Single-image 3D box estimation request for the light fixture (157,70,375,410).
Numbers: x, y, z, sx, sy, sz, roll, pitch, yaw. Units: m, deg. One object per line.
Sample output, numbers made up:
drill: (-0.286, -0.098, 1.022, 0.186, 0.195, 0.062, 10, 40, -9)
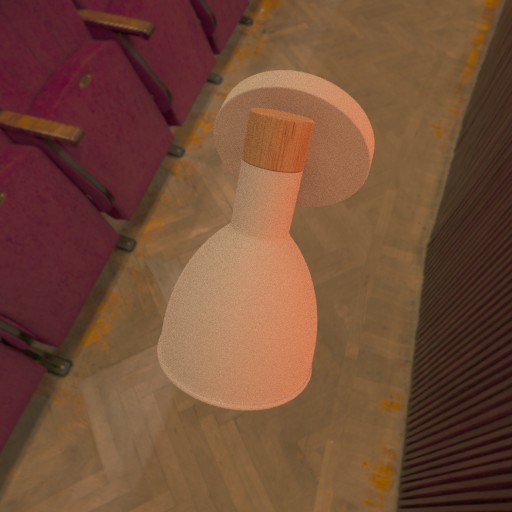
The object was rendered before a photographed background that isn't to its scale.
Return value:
light fixture: (0.000, 0.000, 0.326, 0.127, 0.199, 0.209, 15, 60, 9)
